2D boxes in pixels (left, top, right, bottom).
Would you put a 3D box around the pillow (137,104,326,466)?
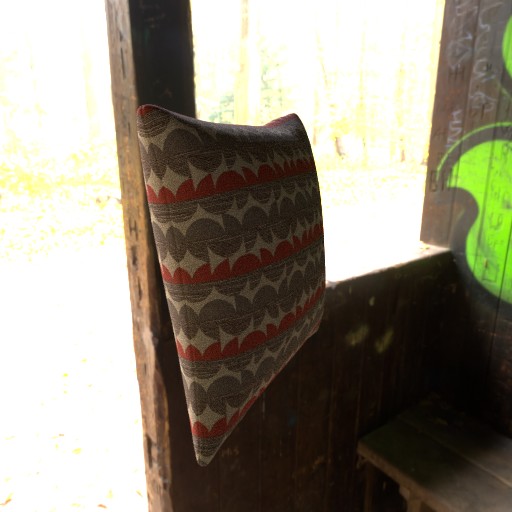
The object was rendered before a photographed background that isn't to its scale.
[{"bbox_3d":[0.000,0.000,0.651,0.180,0.410,0.420,8,18,25],"label":"pillow"}]
